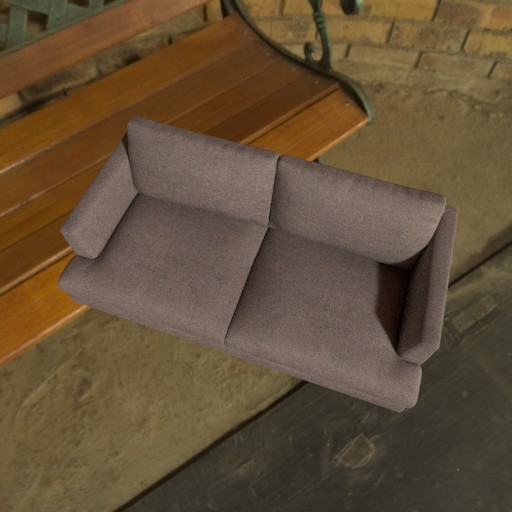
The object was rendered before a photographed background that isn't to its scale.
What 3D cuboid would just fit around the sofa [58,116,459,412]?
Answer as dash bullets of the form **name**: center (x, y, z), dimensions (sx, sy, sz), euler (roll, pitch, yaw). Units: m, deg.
- **sofa**: center (0.000, 0.000, 2.451), dimensions (1.948, 0.868, 1.020), euler (17, 61, 10)
